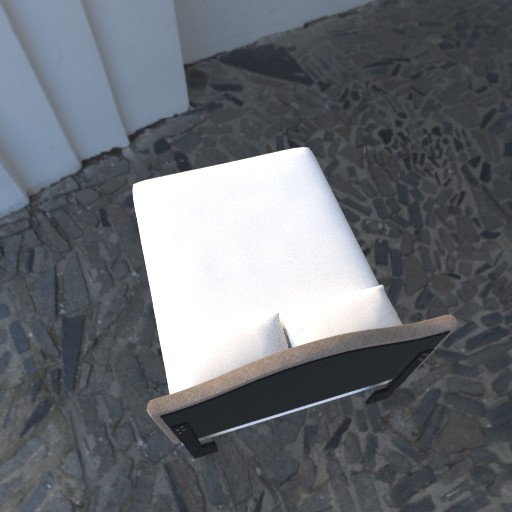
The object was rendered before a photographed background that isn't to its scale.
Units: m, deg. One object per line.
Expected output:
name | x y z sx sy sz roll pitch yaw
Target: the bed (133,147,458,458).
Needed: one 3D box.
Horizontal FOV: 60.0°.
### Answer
bed | 0.000 0.000 3.217 1.713 1.518 2.153 -14 59 -9
